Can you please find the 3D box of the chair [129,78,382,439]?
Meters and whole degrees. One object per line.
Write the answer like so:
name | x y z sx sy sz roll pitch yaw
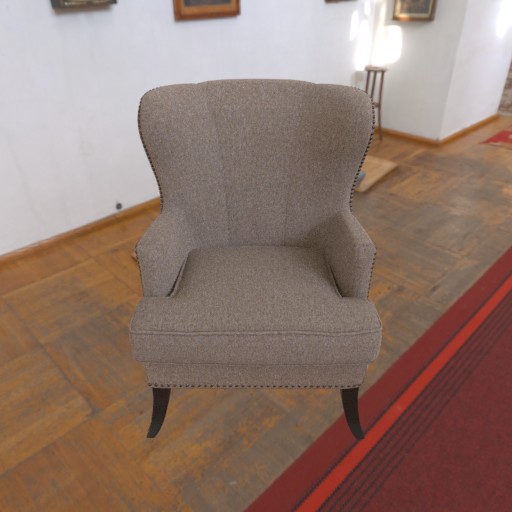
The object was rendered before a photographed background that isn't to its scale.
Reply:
chair | 0.000 0.000 1.560 0.759 1.060 0.758 0 32 0
